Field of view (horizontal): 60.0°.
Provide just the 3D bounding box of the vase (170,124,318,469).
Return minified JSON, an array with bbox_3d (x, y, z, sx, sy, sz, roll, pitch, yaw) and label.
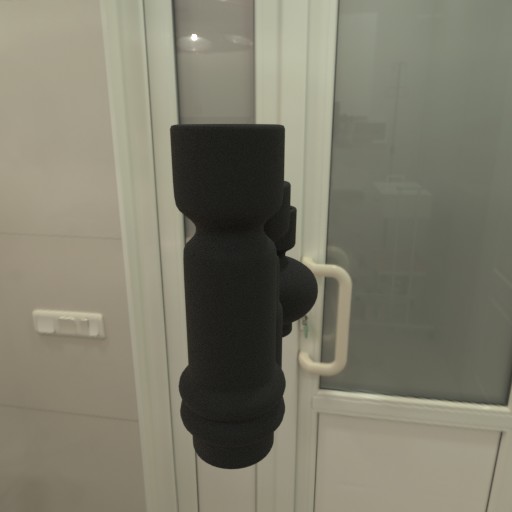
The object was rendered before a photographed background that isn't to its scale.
[{"bbox_3d":[0.000,0.000,0.433,0.120,0.249,0.307,3,17,9],"label":"vase"}]
